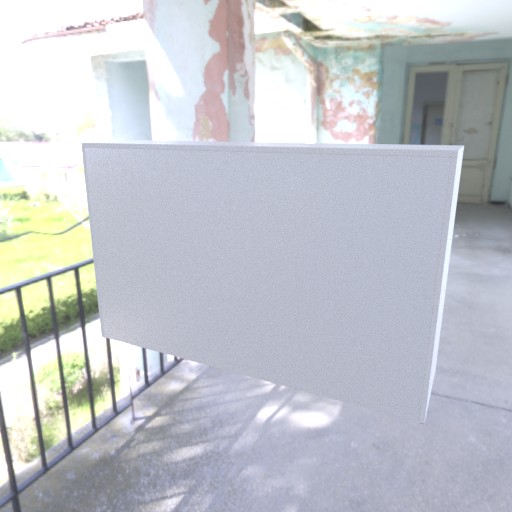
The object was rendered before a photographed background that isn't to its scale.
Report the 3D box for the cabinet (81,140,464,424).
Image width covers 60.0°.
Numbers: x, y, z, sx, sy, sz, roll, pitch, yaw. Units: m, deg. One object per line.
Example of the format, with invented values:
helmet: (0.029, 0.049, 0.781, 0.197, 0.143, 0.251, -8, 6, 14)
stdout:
cabinet: (0.000, 0.000, 1.835, 1.450, 0.900, 0.380, 8, 18, 25)
